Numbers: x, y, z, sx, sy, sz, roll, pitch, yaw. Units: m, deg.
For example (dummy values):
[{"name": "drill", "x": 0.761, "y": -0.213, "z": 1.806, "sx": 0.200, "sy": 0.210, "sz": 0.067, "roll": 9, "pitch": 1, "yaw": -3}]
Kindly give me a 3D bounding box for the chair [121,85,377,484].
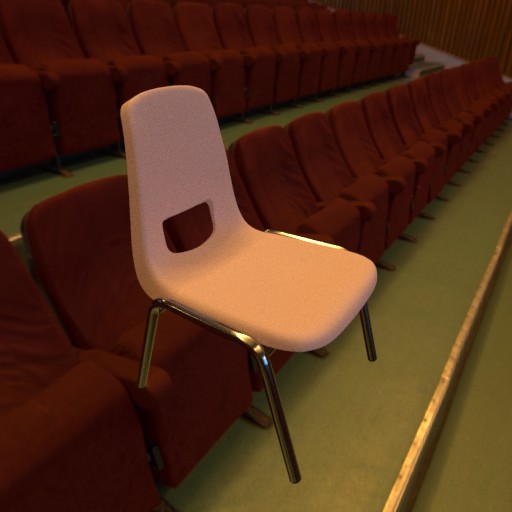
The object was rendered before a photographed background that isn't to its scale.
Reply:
[{"name": "chair", "x": 0.000, "y": 0.000, "z": 0.779, "sx": 0.385, "sy": 0.537, "sz": 0.354, "roll": 17, "pitch": 32, "yaw": 29}]
